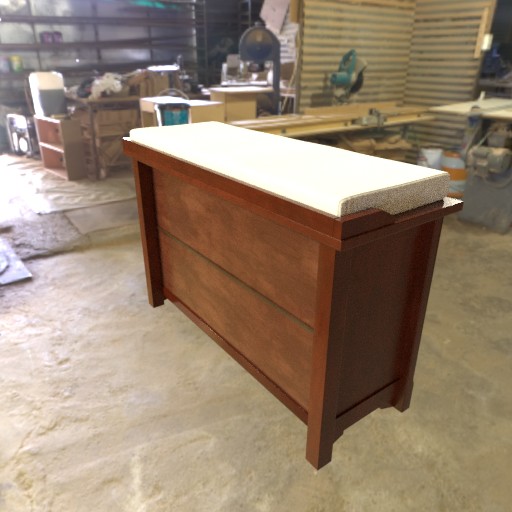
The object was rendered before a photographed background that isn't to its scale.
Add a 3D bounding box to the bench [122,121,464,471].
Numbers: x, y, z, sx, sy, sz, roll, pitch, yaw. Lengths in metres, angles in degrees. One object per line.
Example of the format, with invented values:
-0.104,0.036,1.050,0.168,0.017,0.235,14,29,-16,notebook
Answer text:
0.000,0.000,1.310,0.369,0.646,0.987,-17,30,-33,bench
